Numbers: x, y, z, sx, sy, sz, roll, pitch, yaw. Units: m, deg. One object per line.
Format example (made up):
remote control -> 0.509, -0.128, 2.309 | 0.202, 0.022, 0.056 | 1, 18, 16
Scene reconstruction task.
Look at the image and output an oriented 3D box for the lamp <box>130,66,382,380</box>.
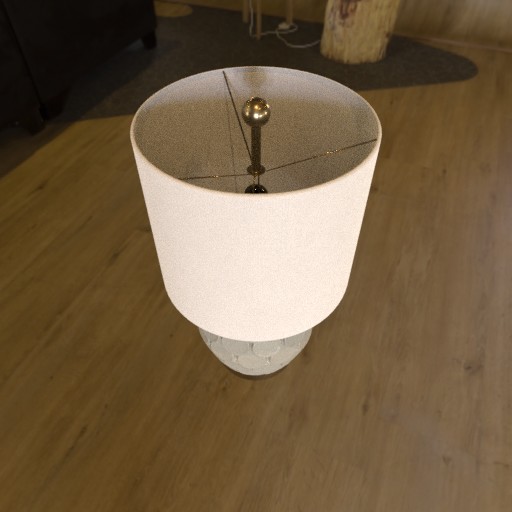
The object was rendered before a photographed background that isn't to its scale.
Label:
lamp -> 0.000, 0.000, 0.603 | 0.254, 0.452, 0.254 | 0, 46, 0
